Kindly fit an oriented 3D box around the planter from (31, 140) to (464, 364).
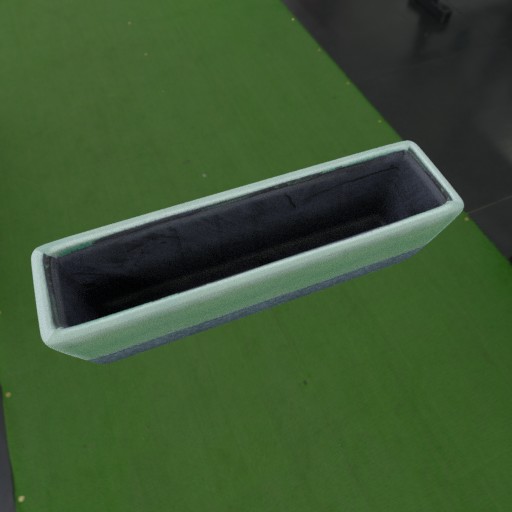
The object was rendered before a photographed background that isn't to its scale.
[{"bbox_3d":[0.000,0.000,0.313,0.275,0.072,0.072,-18,59,-11],"label":"planter"}]
